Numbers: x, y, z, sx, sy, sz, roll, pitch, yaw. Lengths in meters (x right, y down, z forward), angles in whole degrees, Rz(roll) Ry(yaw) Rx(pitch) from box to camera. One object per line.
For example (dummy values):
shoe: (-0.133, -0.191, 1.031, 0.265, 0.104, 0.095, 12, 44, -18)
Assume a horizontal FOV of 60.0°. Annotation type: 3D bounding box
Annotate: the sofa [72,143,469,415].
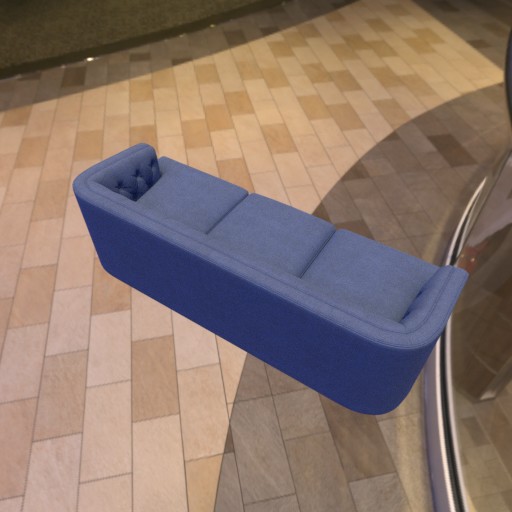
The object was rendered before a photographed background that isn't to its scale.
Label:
sofa: (0.000, 0.000, 2.678, 2.235, 0.787, 0.914, 25, 52, 22)
